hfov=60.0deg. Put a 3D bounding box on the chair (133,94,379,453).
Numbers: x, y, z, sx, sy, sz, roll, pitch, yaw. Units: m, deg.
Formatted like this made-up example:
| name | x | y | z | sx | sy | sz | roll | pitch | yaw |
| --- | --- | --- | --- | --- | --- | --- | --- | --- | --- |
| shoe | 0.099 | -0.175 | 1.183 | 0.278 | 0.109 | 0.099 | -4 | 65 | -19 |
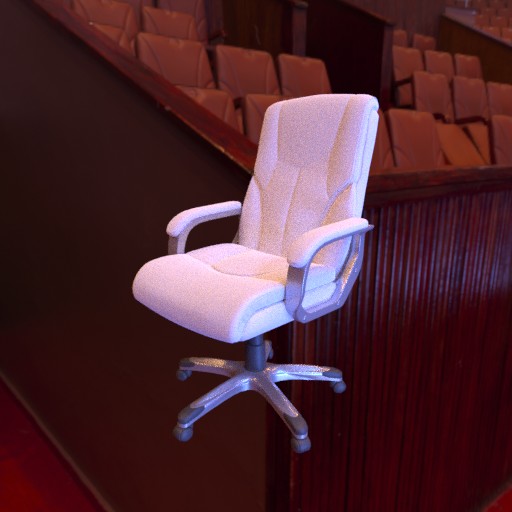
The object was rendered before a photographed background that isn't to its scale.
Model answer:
| name | x | y | z | sx | sy | sz | roll | pitch | yaw |
| --- | --- | --- | --- | --- | --- | --- | --- | --- | --- |
| chair | 0.000 | 0.000 | 1.563 | 0.687 | 1.120 | 0.738 | 14 | 20 | 43 |
